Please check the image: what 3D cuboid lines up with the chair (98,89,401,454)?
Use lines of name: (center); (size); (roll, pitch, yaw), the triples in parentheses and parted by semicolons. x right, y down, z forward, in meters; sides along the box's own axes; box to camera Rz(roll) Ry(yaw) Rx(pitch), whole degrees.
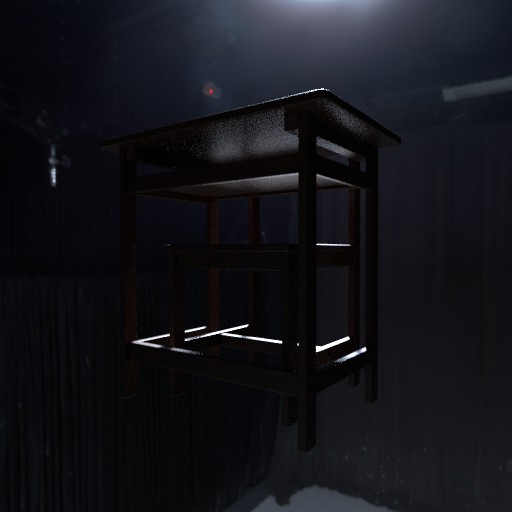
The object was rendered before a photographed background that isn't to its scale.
chair: (0.000, 0.000, 1.063); (0.599, 0.673, 0.463); (0, 1, 36)
